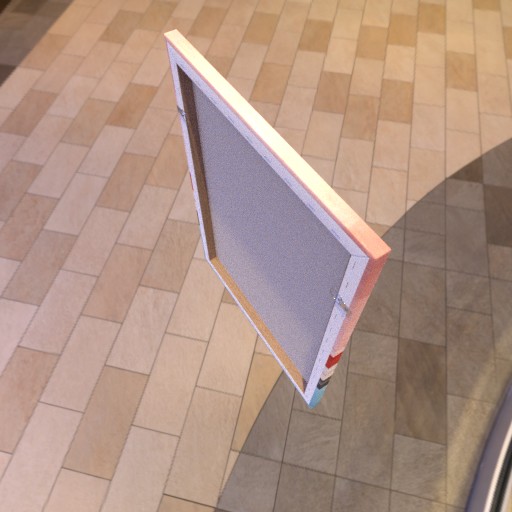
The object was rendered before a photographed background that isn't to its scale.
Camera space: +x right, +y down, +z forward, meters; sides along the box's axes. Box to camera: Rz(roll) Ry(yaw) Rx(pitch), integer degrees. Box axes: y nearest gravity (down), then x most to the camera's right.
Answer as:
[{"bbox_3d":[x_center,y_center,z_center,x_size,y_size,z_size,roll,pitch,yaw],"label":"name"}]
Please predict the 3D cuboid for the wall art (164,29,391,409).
[{"bbox_3d":[0.000,0.000,1.327,0.039,1.016,0.761,-29,62,-17],"label":"wall art"}]
